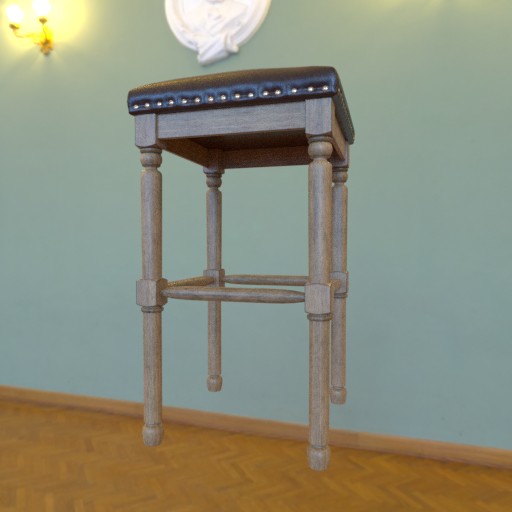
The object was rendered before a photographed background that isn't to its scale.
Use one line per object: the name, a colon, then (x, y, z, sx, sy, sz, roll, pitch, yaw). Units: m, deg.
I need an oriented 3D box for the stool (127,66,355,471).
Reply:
stool: (0.000, 0.000, 0.938, 0.382, 0.702, 0.383, 1, 2, 16)
